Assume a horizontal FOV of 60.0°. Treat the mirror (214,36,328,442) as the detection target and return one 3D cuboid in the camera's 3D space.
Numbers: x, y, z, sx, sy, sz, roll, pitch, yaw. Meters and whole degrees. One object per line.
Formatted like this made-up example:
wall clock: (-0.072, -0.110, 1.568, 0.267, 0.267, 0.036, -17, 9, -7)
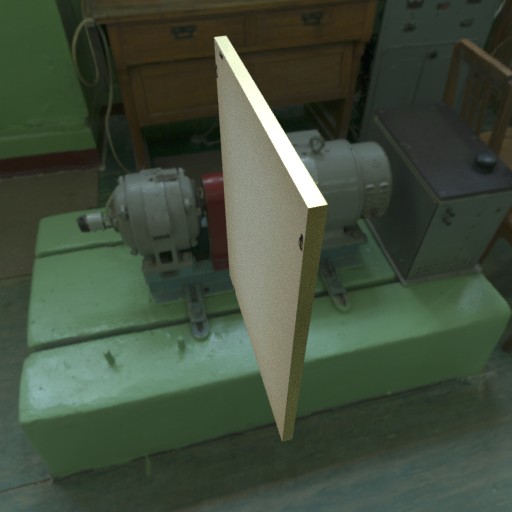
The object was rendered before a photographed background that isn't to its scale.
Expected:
mirror: (0.000, 0.000, 1.360, 0.040, 1.016, 0.762, -11, 48, -11)
